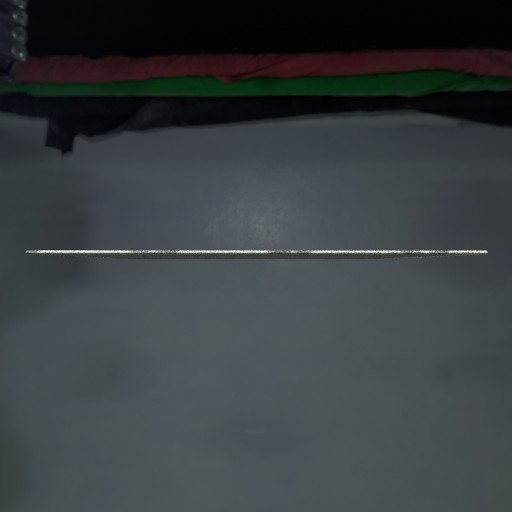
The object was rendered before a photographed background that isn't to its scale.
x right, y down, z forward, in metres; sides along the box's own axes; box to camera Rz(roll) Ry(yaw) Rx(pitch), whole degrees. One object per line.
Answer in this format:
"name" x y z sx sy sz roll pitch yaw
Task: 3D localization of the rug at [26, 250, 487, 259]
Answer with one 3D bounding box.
"rug" 0.000 0.000 4.053 3.000 0.026 2.399 0 -1 -1
